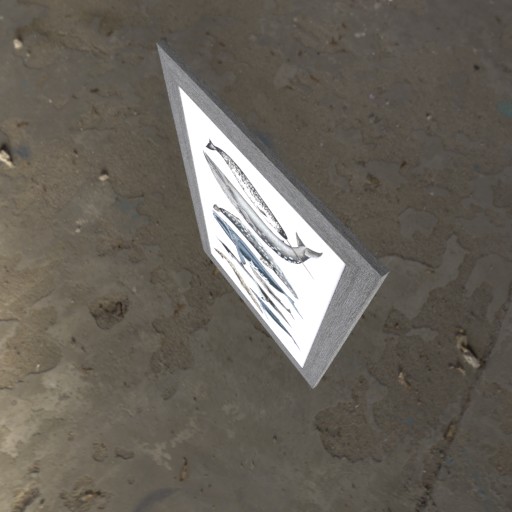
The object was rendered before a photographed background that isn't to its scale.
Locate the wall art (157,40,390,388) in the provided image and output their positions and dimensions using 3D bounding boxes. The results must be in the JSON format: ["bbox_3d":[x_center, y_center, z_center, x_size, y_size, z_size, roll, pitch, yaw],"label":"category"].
[{"bbox_3d":[0.000,0.000,1.403,0.020,1.070,0.768,-34,68,-16],"label":"wall art"}]
